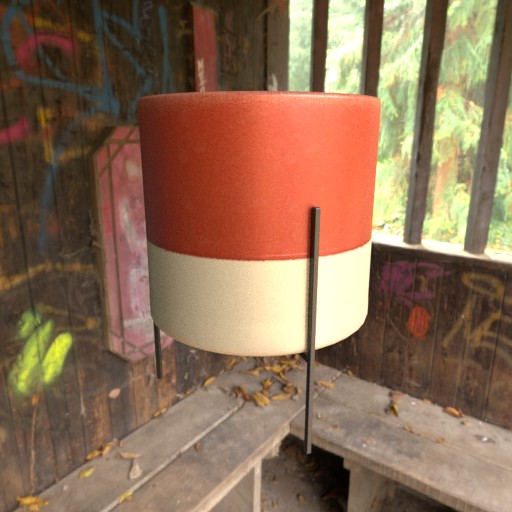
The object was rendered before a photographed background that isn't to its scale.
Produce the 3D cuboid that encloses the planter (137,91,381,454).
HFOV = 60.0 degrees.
[{"bbox_3d":[0.000,0.000,0.703,0.354,0.465,0.345,2,16,8],"label":"planter"}]
